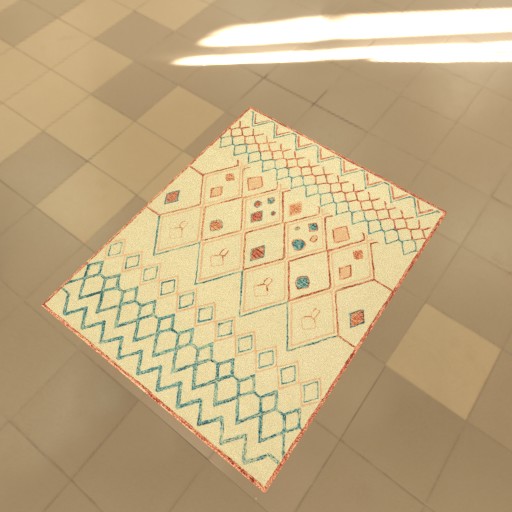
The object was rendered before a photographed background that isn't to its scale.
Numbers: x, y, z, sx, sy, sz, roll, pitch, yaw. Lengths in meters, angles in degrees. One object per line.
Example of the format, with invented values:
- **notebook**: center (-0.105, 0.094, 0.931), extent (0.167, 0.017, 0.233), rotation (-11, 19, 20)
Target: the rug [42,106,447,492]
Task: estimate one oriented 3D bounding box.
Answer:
- **rug**: center (0.000, 0.000, 4.137), extent (2.441, 0.016, 3.050), rotation (33, 66, 17)
